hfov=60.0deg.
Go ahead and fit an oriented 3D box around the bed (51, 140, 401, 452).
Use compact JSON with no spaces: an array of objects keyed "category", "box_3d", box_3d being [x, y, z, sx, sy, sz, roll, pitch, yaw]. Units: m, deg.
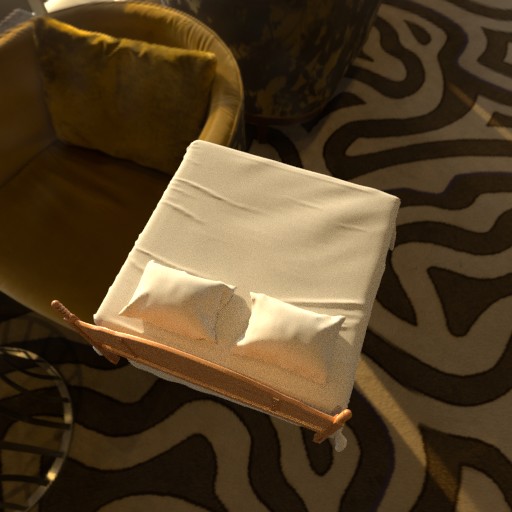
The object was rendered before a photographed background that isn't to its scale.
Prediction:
[{"category":"bed","box_3d":[0.000,0.000,3.637,2.322,1.355,2.219,18,64,9]}]
